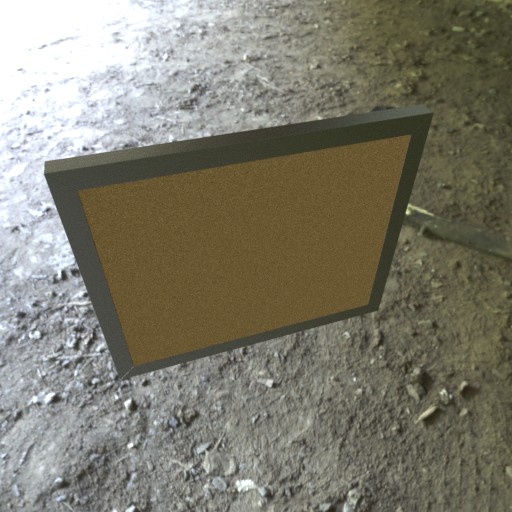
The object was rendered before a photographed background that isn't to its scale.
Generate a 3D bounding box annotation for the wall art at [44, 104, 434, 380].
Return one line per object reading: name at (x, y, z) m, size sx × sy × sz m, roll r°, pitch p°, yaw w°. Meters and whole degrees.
wall art at (0.000, 0.000, 0.771) m, size 0.557 × 0.456 × 0.032 m, roll -12°, pitch 44°, yaw -13°
